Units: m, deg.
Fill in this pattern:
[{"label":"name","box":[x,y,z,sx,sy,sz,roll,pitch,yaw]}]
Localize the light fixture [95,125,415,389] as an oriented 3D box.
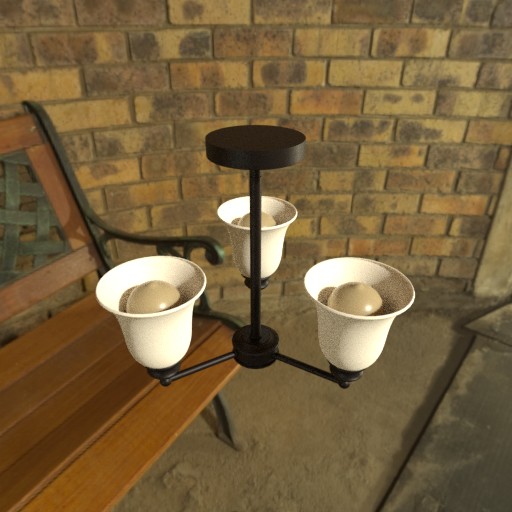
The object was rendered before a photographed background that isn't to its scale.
[{"label":"light fixture","box":[0.000,0.000,0.654,0.388,0.370,0.354,0,30,1]}]
